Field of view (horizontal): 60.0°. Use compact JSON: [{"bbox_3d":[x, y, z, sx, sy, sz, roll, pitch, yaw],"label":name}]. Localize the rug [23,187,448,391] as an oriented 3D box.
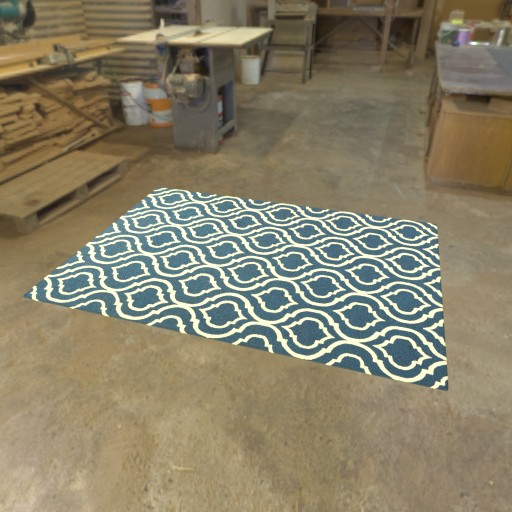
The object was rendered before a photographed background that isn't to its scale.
[{"bbox_3d":[0.000,0.000,2.705,2.134,0.010,1.524,9,33,15],"label":"rug"}]
